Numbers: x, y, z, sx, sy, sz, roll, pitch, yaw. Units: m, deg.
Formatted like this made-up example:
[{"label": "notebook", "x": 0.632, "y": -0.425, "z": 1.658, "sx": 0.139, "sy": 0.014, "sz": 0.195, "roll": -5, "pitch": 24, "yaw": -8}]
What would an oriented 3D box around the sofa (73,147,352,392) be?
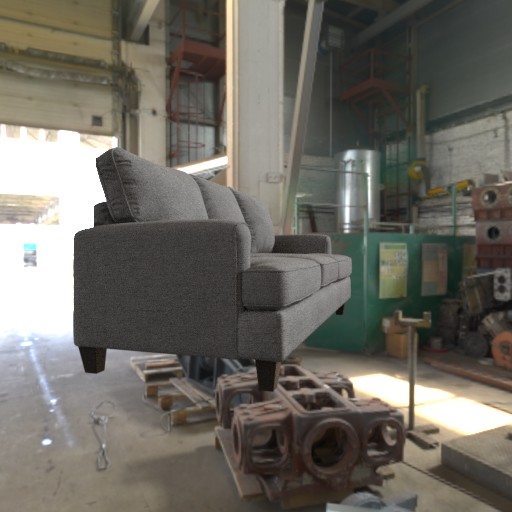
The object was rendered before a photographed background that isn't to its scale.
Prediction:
[{"label": "sofa", "x": 0.000, "y": 0.000, "z": 2.716, "sx": 0.951, "sy": 0.965, "sz": 2.158, "roll": 0, "pitch": 1, "yaw": 18}]
